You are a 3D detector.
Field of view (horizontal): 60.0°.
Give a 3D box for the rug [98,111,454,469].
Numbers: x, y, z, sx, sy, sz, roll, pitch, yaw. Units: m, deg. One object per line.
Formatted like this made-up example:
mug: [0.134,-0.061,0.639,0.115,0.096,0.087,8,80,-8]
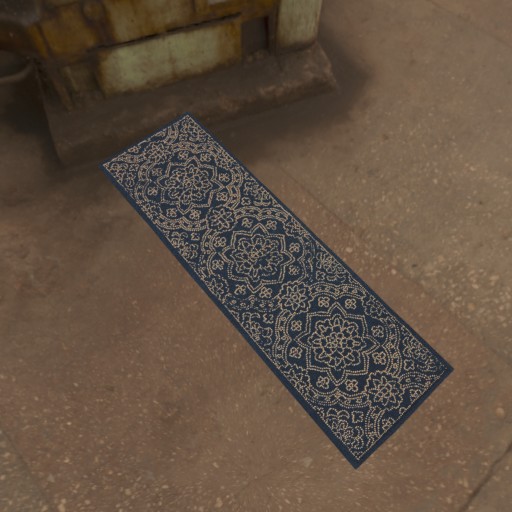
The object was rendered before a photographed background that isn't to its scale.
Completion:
rug: [0.000,0.000,2.708,0.769,0.012,2.448,-37,69,-17]
